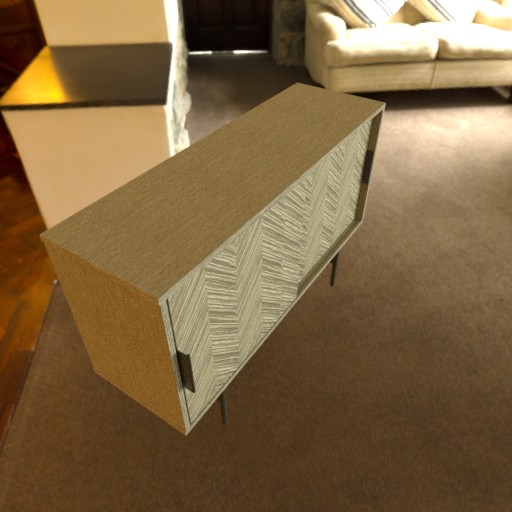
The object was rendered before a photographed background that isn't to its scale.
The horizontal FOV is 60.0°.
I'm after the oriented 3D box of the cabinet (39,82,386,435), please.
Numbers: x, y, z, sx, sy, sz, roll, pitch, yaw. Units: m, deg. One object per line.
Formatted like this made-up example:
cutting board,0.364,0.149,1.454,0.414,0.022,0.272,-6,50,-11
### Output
cabinet,0.000,0.000,1.570,0.405,0.787,1.194,24,46,25
